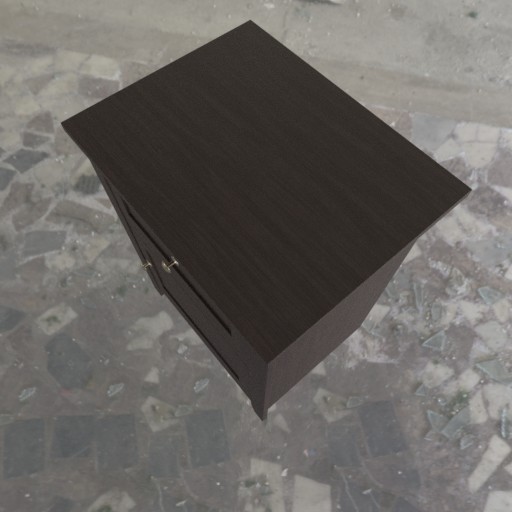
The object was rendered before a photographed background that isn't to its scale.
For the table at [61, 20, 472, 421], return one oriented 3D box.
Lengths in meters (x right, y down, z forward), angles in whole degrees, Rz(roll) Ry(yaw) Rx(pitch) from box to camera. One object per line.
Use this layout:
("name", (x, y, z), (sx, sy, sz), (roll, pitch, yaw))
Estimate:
("table", (0.000, 0.000, 0.924), (0.381, 0.635, 0.480), (-37, 68, -17))
